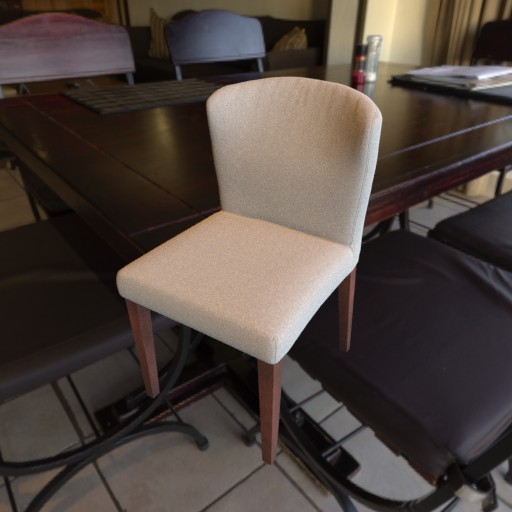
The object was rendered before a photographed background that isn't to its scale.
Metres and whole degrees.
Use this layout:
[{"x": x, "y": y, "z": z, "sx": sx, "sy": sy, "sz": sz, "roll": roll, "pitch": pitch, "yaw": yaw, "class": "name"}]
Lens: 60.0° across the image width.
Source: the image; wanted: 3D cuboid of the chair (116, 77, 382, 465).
[{"x": 0.000, "y": 0.000, "z": 1.213, "sx": 0.491, "sy": 0.839, "sz": 0.592, "roll": 18, "pitch": 35, "yaw": 27, "class": "chair"}]
